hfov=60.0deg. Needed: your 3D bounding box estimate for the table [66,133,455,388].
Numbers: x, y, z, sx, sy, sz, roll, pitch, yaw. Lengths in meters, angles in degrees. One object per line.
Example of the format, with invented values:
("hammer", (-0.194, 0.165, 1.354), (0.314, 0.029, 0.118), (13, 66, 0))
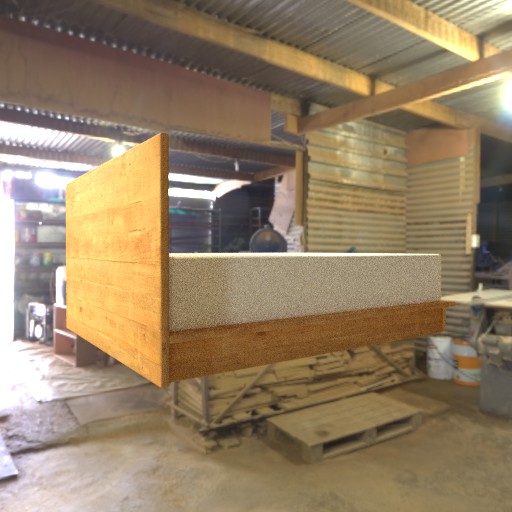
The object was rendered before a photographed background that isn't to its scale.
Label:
("table", (0.000, 0.000, 3.116), (2.149, 1.041, 1.707), (-1, 1, -35))
